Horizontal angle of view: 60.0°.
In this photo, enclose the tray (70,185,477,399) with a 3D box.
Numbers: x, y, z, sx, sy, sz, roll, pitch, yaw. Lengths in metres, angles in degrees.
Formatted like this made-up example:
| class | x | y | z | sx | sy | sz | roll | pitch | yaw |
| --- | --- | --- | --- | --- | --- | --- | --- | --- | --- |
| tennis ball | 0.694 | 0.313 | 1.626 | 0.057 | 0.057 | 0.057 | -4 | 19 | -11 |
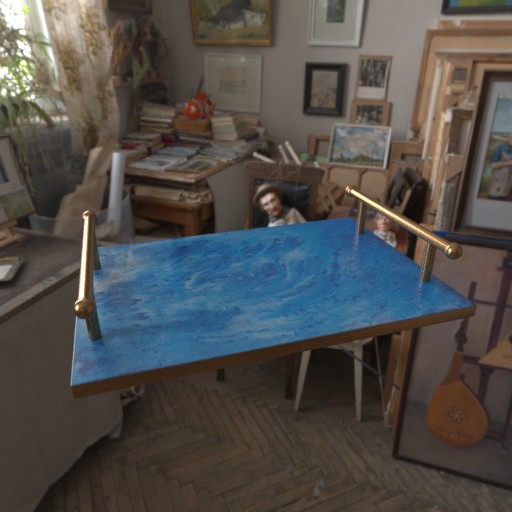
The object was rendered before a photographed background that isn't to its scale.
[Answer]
| class | x | y | z | sx | sy | sz | roll | pitch | yaw |
| --- | --- | --- | --- | --- | --- | --- | --- | --- | --- |
| tray | 0.000 | 0.000 | 0.573 | 0.444 | 0.084 | 0.304 | -8 | 27 | -16 |
